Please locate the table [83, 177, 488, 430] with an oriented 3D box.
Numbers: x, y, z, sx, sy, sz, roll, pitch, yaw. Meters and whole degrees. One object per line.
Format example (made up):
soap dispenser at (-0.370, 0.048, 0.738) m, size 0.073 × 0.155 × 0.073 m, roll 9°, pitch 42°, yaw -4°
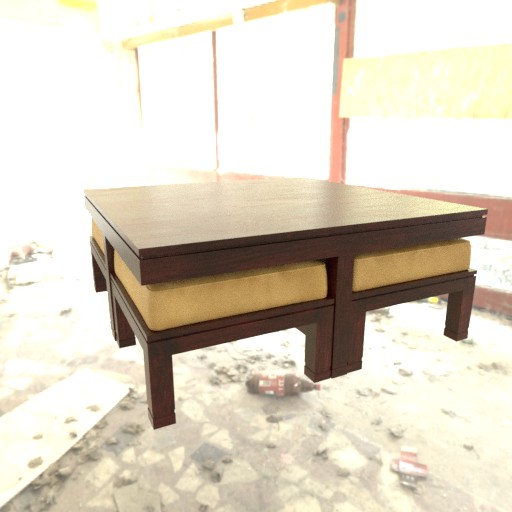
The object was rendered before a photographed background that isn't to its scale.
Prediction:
table at (0.000, 0.000, 1.343) m, size 0.865 × 0.356 × 0.865 m, roll -8°, pitch 18°, yaw -25°
